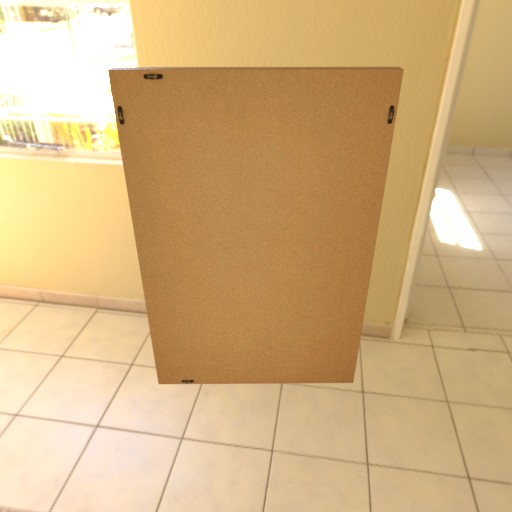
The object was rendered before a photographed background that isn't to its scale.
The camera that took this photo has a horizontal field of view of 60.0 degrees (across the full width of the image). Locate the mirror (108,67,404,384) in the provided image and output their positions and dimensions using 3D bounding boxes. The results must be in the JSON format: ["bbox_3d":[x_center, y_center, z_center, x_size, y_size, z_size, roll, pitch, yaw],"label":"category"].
[{"bbox_3d":[0.000,0.000,1.161,0.609,0.915,0.040,0,31,0],"label":"mirror"}]
